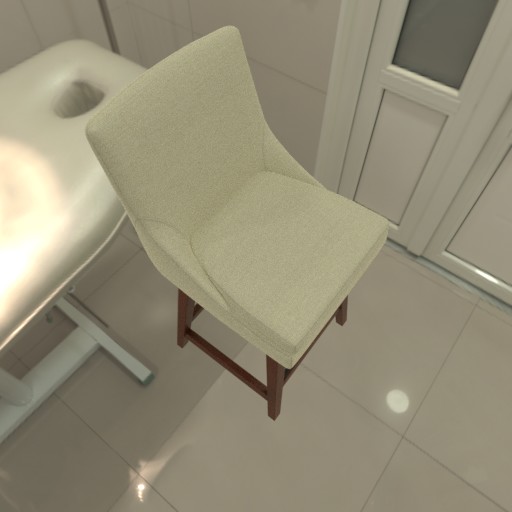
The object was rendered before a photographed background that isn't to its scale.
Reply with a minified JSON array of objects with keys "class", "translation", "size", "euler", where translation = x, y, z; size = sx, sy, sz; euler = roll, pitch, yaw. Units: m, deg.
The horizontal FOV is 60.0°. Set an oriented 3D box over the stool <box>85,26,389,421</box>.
[{"class":"stool","translation":[0.000,0.000,1.261],"size":[0.559,0.991,0.469],"euler":[33,63,19]}]
